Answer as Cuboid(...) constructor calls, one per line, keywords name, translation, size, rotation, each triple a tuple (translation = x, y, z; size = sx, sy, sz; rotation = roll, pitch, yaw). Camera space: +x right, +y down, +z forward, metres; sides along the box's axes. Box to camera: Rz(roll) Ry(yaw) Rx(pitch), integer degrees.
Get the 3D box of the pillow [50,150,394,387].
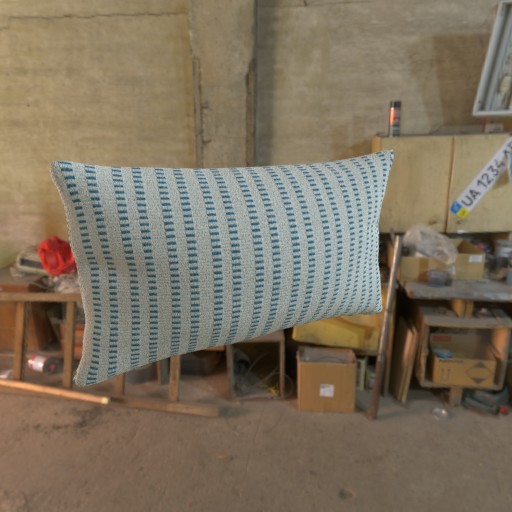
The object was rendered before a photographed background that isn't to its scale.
Cuboid(name="pillow", translation=(0.000, 0.000, 0.788), size=(0.640, 0.353, 0.210), rotation=(-9, 18, -27))
